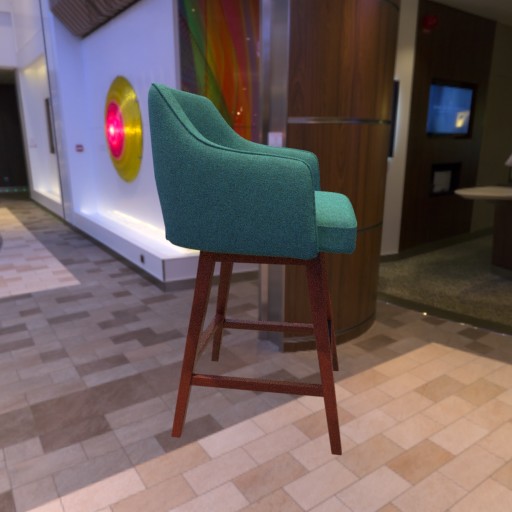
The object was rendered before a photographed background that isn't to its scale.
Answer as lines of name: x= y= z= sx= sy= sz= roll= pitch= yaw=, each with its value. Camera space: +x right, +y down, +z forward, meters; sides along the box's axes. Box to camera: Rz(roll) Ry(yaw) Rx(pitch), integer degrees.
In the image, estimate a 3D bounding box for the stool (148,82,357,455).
stool: x=0.000 y=0.000 z=1.330 sx=0.556 sy=0.961 sz=0.548 roll=2 pitch=15 yaw=9
